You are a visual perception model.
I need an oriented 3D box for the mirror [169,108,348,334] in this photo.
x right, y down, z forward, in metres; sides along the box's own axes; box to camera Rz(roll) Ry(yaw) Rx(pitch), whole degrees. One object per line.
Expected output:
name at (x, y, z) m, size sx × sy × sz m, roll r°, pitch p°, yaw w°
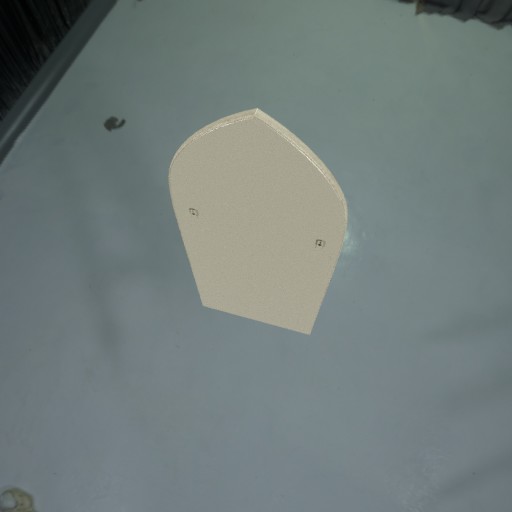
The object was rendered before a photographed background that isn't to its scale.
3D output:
mirror at (0.000, 0.000, 1.330) m, size 0.464 × 1.175 × 0.025 m, roll 14°, pitch 64°, yaw 7°
